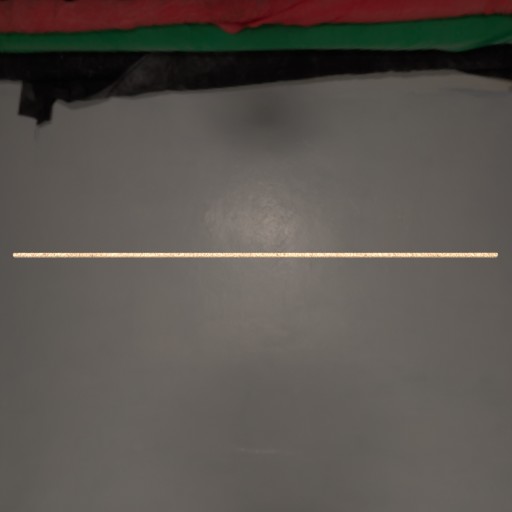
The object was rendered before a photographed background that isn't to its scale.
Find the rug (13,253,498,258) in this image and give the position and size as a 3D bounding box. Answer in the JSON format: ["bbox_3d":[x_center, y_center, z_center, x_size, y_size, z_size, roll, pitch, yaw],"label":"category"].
[{"bbox_3d":[0.000,0.000,3.366,2.699,0.025,1.800,0,0,1],"label":"rug"}]
